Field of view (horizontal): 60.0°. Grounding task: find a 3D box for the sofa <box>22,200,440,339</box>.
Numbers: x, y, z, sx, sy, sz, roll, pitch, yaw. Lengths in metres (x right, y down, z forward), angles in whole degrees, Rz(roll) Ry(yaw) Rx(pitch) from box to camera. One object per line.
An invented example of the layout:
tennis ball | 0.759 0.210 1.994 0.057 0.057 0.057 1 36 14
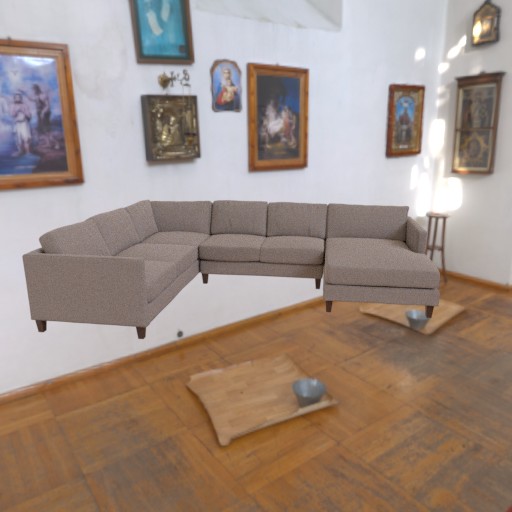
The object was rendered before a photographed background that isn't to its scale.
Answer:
sofa | 0.000 0.000 4.508 3.438 0.865 2.424 2 15 8
